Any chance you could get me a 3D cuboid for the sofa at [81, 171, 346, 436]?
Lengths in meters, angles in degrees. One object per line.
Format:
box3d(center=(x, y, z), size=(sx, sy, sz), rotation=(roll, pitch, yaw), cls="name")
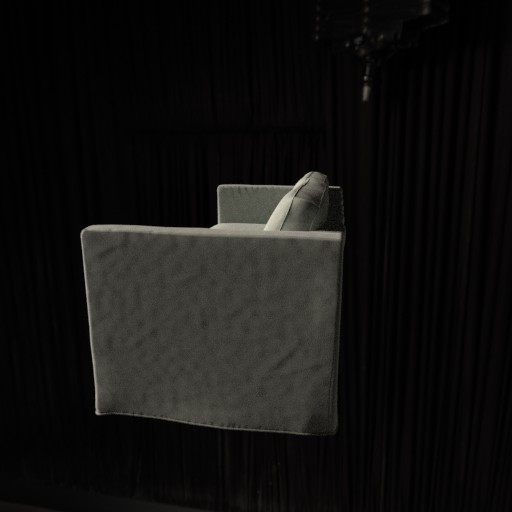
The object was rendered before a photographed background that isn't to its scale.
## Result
box3d(center=(0.000, 0.000, 2.475), size=(0.940, 0.870, 1.987), rotation=(2, 14, 10), cls="sofa")
